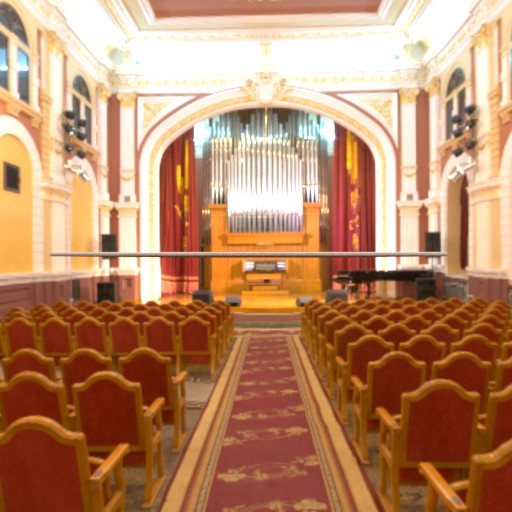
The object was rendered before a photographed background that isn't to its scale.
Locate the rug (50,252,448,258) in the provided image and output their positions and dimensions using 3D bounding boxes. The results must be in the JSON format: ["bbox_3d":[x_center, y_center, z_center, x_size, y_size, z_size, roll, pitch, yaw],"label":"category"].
[{"bbox_3d":[0.000,0.000,2.258,1.219,0.013,1.829,0,0,2],"label":"rug"}]
